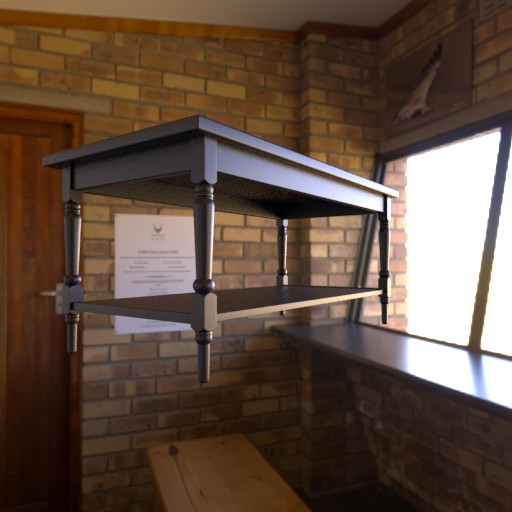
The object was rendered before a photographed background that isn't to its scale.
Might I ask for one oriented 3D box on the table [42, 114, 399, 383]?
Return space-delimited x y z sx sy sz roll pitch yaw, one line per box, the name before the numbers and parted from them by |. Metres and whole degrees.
table | 0.000 0.000 1.418 0.550 0.510 1.107 0 -1 36
